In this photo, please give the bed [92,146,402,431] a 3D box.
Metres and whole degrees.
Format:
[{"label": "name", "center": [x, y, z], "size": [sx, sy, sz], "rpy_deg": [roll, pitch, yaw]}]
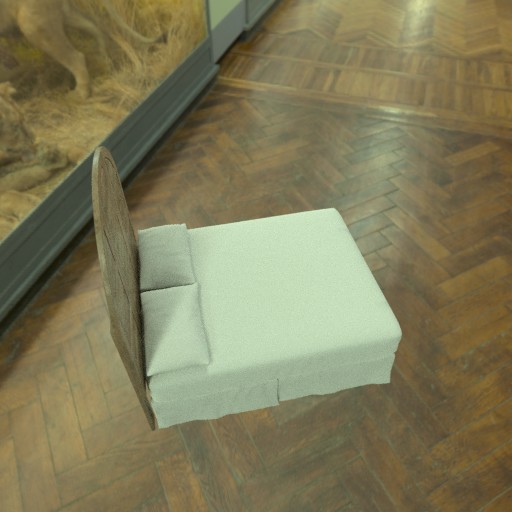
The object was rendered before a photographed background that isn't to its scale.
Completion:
[{"label": "bed", "center": [0.000, 0.000, 3.591], "size": [2.112, 2.002, 1.713], "rpy_deg": [-9, 48, -9]}]
